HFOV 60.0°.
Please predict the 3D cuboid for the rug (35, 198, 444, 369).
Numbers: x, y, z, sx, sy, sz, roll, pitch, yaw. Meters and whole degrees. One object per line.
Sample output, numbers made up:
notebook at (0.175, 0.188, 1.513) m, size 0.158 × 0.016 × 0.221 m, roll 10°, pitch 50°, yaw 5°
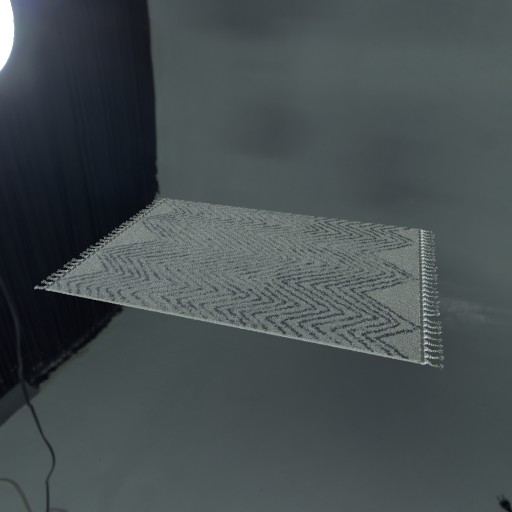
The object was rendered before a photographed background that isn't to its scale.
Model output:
rug at (0.000, 0.000, 2.371) m, size 1.847 × 0.014 × 1.230 m, roll 9°, pitch 30°, yaw 15°
